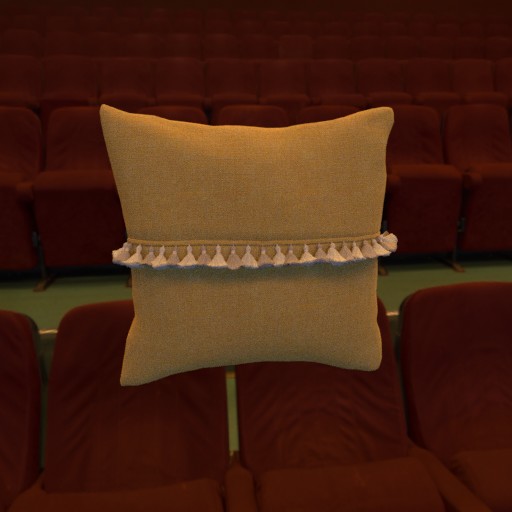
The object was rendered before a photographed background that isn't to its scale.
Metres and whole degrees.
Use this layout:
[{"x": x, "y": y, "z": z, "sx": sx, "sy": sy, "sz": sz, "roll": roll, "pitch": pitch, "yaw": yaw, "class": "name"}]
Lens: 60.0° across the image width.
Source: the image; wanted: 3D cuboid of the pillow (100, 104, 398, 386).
[{"x": 0.000, "y": 0.000, "z": 0.745, "sx": 0.485, "sy": 0.481, "sz": 0.167, "roll": -2, "pitch": 15, "yaw": -7, "class": "pillow"}]
